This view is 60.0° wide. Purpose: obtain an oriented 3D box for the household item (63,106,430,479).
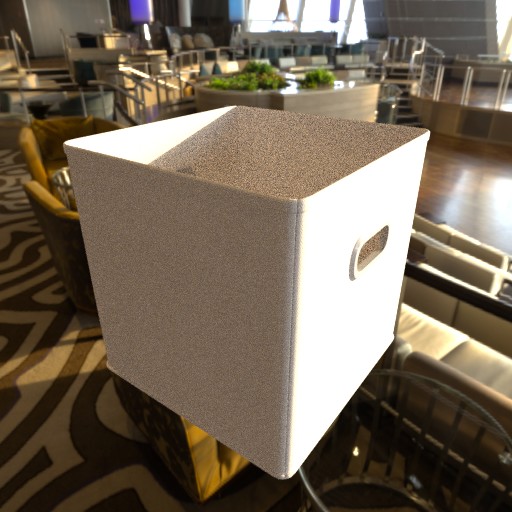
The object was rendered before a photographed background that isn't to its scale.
[{"bbox_3d":[0.000,0.000,0.568,0.305,0.305,0.305,19,33,32],"label":"household item"}]
